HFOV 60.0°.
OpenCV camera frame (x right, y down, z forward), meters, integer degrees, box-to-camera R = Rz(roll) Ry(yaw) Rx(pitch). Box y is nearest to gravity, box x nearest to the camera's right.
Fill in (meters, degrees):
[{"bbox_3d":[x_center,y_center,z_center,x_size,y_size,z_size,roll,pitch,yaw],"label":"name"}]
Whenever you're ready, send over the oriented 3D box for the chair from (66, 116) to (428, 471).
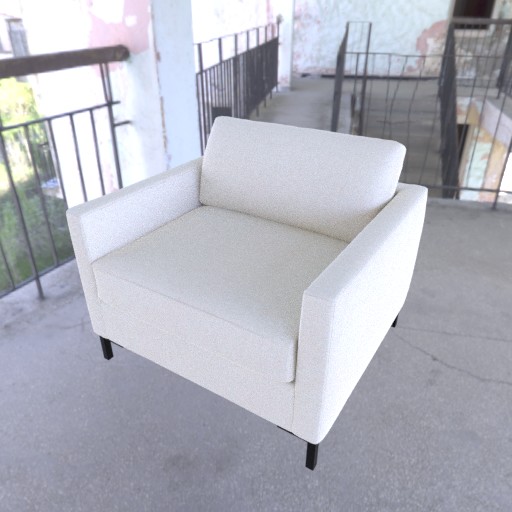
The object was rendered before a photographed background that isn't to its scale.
[{"bbox_3d":[0.000,0.000,1.603,0.964,0.806,0.875,17,34,28],"label":"chair"}]
